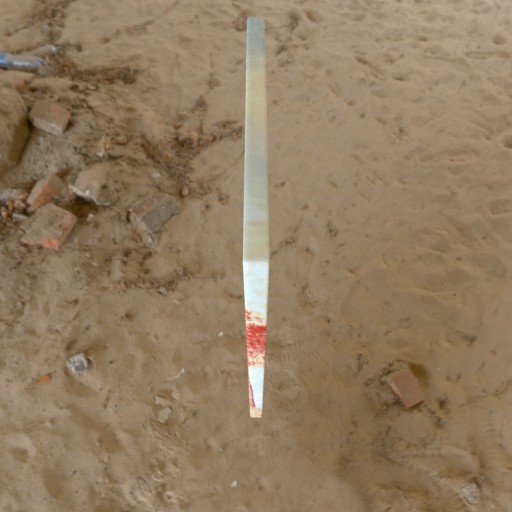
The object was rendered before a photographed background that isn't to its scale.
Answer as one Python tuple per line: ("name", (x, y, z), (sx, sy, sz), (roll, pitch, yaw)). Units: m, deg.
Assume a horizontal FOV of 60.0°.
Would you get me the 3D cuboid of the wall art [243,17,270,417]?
("wall art", (0.000, 0.000, 1.148), (0.037, 0.915, 0.605), (0, 58, 0))
